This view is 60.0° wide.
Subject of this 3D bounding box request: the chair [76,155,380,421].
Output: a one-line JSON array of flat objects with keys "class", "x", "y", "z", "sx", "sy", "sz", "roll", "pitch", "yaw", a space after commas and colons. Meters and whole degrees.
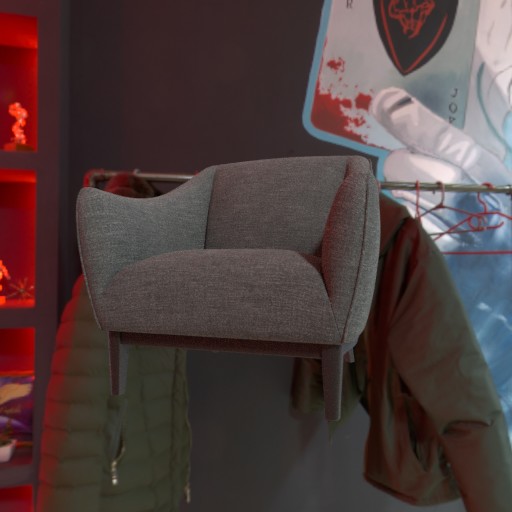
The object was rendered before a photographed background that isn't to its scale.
[{"class": "chair", "x": 0.000, "y": 0.000, "z": 1.555, "sx": 0.870, "sy": 0.829, "sz": 0.851, "roll": 0, "pitch": 0, "yaw": 19}]
